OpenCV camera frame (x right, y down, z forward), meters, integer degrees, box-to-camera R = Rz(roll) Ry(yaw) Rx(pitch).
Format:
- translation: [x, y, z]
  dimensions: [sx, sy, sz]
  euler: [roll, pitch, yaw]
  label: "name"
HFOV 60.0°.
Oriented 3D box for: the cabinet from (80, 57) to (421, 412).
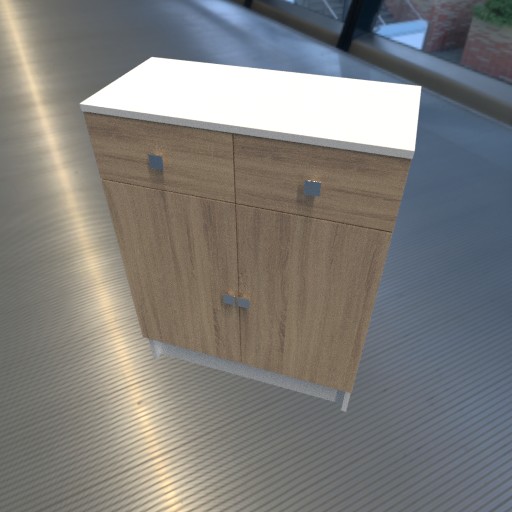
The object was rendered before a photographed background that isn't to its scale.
- translation: [0.000, 0.000, 1.117]
  dimensions: [0.600, 0.815, 0.296]
  euler: [12, 43, 13]
  label: "cabinet"
